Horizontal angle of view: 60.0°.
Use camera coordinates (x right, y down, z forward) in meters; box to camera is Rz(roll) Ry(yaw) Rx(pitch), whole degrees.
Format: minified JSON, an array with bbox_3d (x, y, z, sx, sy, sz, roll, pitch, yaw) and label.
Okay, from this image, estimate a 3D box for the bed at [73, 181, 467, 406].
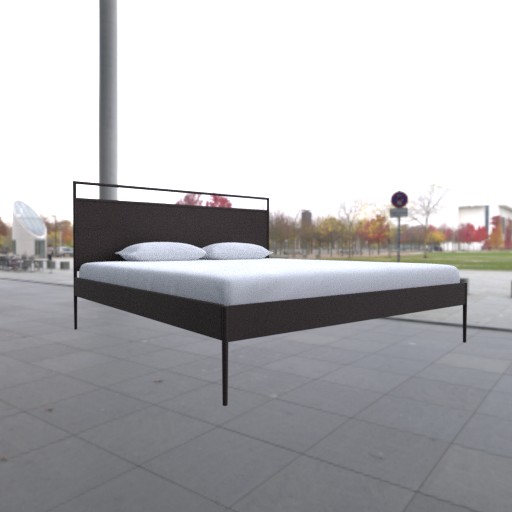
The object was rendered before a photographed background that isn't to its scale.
[{"bbox_3d":[0.000,0.000,3.261,1.993,1.173,2.151,-1,2,-38],"label":"bed"}]
